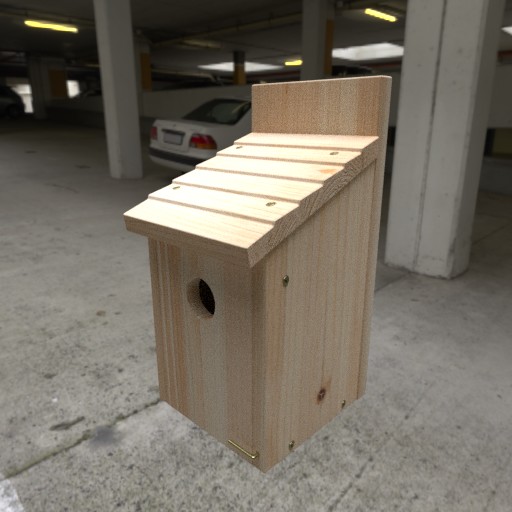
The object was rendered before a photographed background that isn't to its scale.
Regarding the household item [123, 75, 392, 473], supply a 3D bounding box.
[{"bbox_3d":[0.000,0.000,0.396,0.149,0.300,0.171,16,23,42],"label":"household item"}]
